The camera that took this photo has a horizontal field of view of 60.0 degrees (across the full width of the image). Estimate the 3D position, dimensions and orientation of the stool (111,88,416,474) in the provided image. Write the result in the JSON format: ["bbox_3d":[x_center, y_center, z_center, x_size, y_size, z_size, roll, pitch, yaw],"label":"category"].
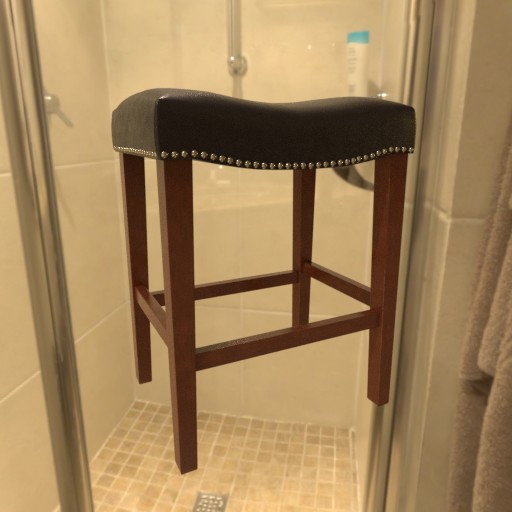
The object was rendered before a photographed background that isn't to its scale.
[{"bbox_3d":[0.000,0.000,0.952,0.504,0.654,0.372,-8,17,-26],"label":"stool"}]
